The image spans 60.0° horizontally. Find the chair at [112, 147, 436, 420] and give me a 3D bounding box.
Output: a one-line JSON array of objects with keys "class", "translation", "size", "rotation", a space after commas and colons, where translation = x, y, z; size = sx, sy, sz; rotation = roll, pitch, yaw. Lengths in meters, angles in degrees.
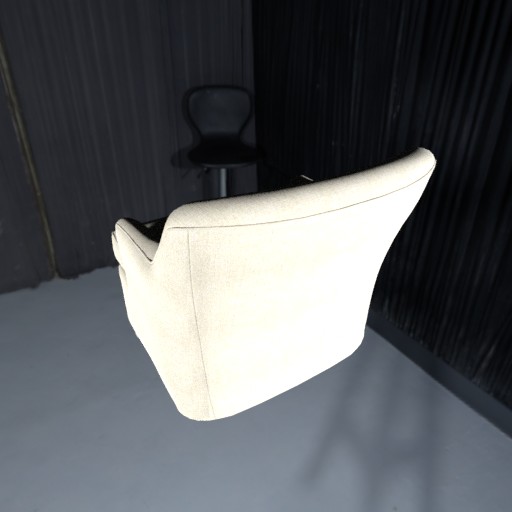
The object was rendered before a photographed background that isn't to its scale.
[{"class": "chair", "translation": [0.000, 0.000, 1.557], "size": [0.864, 0.856, 0.923], "rotation": [-18, 36, -28]}]
